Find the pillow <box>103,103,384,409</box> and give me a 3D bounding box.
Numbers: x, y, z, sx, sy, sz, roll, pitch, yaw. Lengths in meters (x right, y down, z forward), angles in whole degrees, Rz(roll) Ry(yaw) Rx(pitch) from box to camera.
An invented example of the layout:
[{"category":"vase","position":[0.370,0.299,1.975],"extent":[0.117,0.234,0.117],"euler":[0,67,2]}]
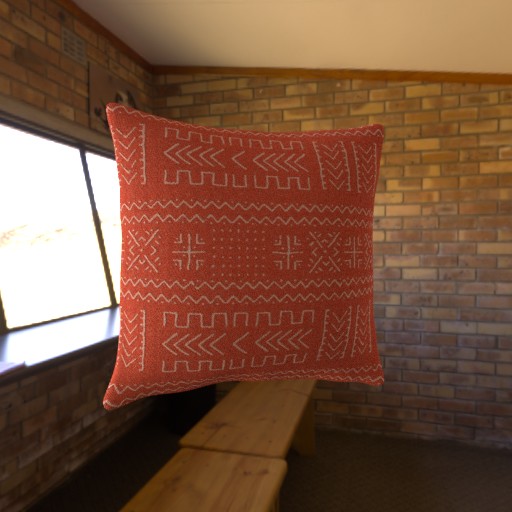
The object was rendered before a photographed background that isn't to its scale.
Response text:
[{"category":"pillow","position":[0.000,0.000,0.668],"extent":[0.438,0.429,0.164],"euler":[0,1,-17]}]
